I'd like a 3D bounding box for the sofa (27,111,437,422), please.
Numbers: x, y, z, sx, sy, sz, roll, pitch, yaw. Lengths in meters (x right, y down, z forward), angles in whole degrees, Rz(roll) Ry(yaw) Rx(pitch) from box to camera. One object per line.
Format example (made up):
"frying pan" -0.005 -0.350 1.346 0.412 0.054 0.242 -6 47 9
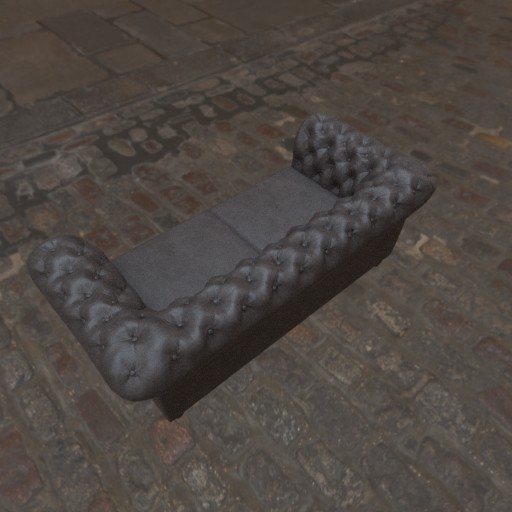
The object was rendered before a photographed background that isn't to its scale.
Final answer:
"sofa" 0.000 0.000 2.472 2.048 0.779 0.944 -32 55 -27
